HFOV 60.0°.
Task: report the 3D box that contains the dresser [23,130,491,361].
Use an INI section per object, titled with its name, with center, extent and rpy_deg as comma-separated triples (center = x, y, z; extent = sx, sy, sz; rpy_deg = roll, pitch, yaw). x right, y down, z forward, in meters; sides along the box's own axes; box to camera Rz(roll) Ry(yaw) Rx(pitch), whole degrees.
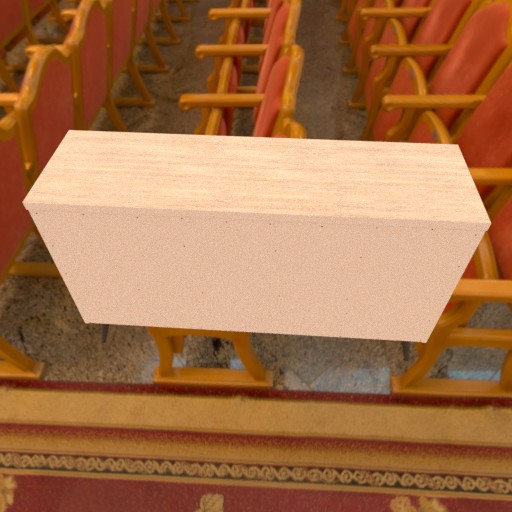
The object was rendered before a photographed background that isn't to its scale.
[dresser]
center = 0.000, 0.000, 1.928
extent = 1.524, 0.914, 0.457
rpy_deg = 3, 48, 3
